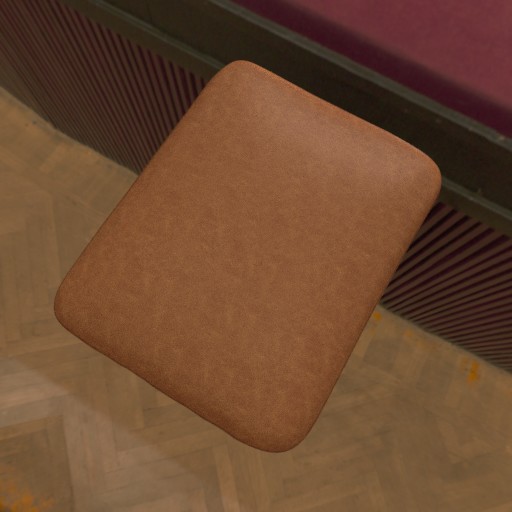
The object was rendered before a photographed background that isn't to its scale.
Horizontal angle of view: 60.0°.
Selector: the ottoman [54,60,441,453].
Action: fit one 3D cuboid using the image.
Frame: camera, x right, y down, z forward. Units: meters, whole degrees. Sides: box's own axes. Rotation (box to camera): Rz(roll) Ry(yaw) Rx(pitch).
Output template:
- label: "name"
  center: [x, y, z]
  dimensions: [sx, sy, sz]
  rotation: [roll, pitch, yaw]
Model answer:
- label: "ottoman"
  center: [0.000, 0.000, 1.115]
  dimensions: [0.593, 0.478, 0.747]
  rotation: [30, 78, 7]
